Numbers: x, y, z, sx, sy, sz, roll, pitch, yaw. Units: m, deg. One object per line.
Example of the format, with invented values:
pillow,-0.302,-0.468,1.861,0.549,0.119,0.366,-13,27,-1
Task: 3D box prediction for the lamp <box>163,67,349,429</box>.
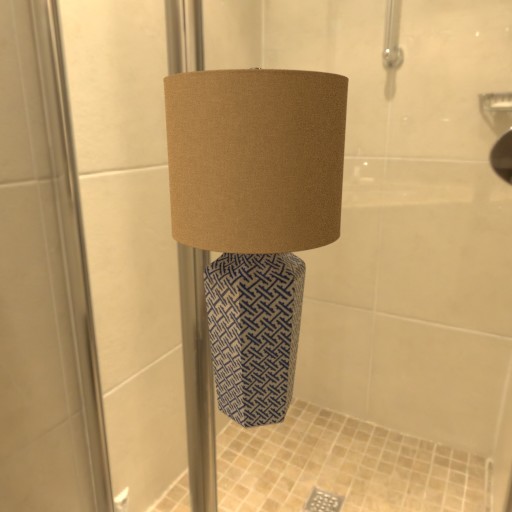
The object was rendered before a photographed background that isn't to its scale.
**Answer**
lamp,0.000,0.000,0.868,0.320,0.682,0.320,-2,16,-8
